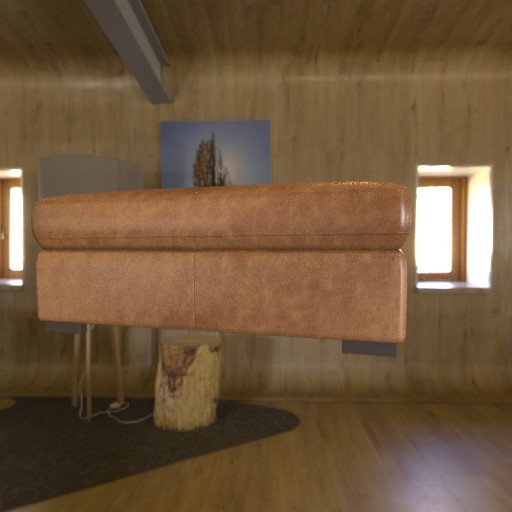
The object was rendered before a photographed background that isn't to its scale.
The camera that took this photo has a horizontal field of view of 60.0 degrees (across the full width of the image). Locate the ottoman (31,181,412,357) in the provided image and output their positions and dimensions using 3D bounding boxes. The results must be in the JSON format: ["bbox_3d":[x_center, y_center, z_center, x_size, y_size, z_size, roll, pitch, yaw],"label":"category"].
[{"bbox_3d":[0.000,0.000,1.805,1.169,0.483,1.168,0,1,18],"label":"ottoman"}]
